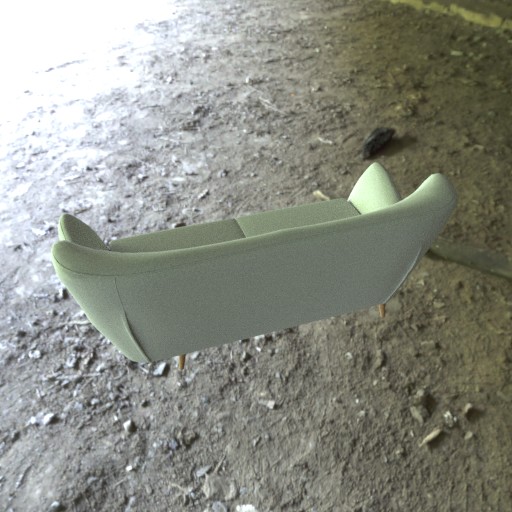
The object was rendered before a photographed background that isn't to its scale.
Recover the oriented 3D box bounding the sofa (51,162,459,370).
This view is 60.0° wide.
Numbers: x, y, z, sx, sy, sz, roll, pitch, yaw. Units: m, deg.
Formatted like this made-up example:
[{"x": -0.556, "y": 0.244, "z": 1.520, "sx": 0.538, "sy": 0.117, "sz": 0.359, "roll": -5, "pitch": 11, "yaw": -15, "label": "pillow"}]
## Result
[{"x": 0.000, "y": 0.000, "z": 2.366, "sx": 1.930, "sy": 0.890, "sz": 0.899, "roll": -12, "pitch": 41, "yaw": -14, "label": "sofa"}]
